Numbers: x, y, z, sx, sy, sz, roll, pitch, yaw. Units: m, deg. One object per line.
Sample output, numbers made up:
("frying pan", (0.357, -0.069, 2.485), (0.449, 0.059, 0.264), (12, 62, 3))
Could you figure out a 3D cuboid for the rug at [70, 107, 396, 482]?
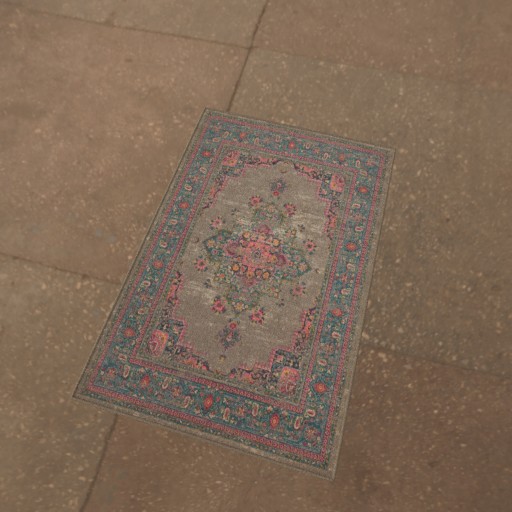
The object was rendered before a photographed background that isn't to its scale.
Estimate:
("rug", (0.000, 0.000, 2.189), (1.144, 0.014, 1.748), (14, 64, 7))
